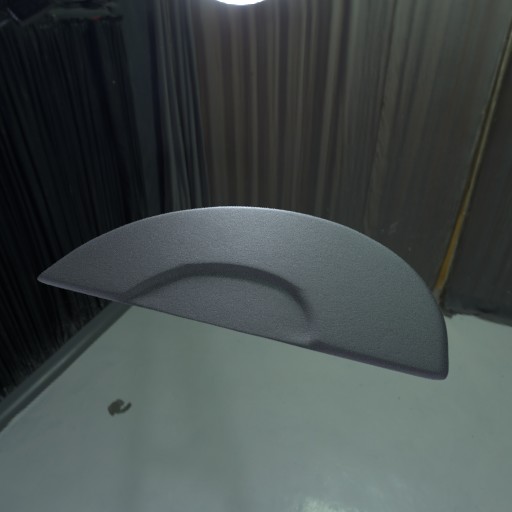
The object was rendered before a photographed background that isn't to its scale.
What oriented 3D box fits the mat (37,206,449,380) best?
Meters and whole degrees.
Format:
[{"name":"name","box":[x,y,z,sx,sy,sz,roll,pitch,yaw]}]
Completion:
[{"name":"mat","box":[0.000,0.000,1.870,1.525,0.016,0.917,11,34,17]}]
